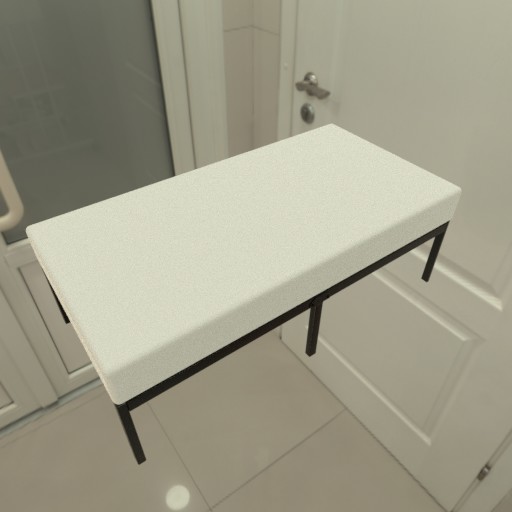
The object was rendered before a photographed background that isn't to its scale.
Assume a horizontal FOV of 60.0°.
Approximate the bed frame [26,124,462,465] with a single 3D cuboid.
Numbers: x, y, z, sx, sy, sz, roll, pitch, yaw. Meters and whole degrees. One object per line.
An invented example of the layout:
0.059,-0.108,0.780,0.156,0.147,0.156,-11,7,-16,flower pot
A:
0.000,0.000,2.398,1.950,0.659,1.023,-25,47,-26,bed frame
